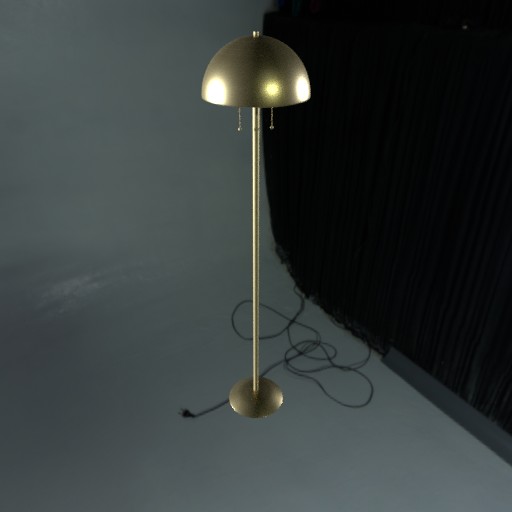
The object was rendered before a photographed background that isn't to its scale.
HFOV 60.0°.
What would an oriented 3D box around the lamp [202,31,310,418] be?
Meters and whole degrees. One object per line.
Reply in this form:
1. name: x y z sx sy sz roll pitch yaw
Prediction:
1. lamp: 0.000 0.000 1.635 0.328 1.480 0.328 -22 37 -32
